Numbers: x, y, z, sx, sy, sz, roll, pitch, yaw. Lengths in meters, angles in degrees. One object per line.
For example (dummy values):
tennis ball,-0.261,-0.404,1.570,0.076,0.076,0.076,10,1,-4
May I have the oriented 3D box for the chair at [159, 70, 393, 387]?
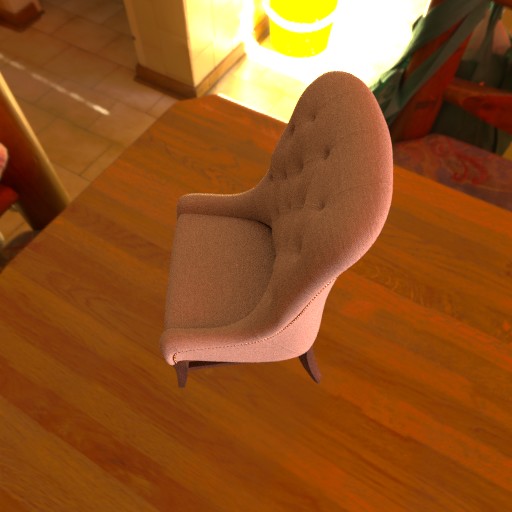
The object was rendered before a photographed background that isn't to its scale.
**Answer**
chair,0.000,0.000,1.478,0.629,1.091,0.634,0,58,0
